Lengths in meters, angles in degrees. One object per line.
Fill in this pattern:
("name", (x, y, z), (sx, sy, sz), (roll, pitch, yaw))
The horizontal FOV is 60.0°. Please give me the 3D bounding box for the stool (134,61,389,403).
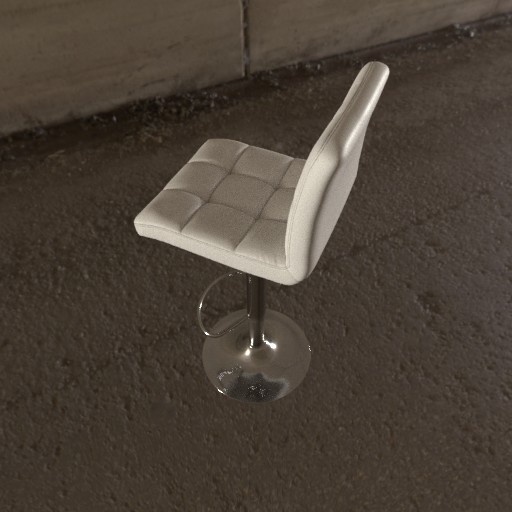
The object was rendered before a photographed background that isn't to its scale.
("stool", (0.000, 0.000, 1.342), (0.505, 1.115, 0.430), (18, 49, 16))
